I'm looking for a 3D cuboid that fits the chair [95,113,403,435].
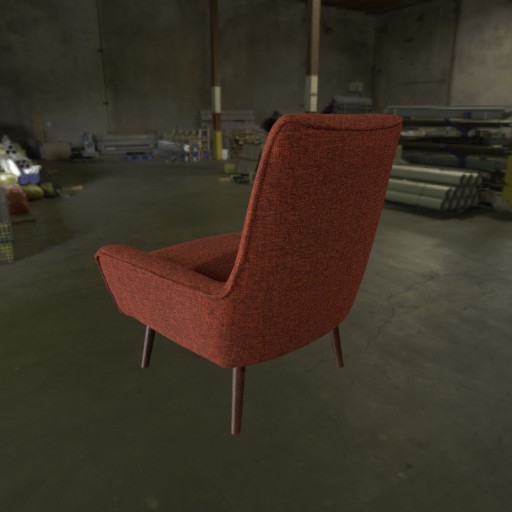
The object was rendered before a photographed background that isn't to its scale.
[{"bbox_3d":[0.000,0.000,1.495,0.803,0.911,0.784,-16,24,-42],"label":"chair"}]
